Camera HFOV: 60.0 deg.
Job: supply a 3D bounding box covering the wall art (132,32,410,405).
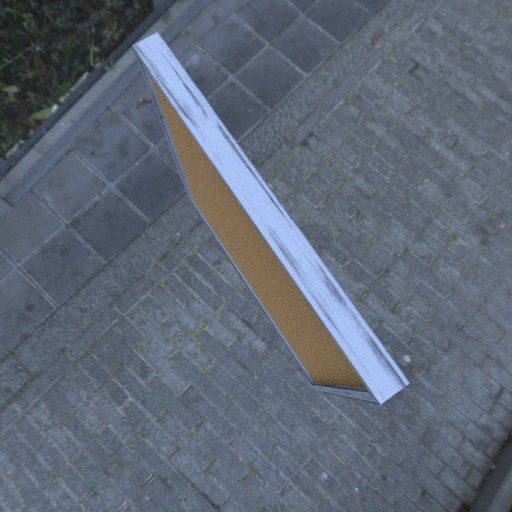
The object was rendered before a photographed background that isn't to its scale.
[{"bbox_3d":[0.000,0.000,0.740,0.038,0.506,0.506,-32,77,-8],"label":"wall art"}]
